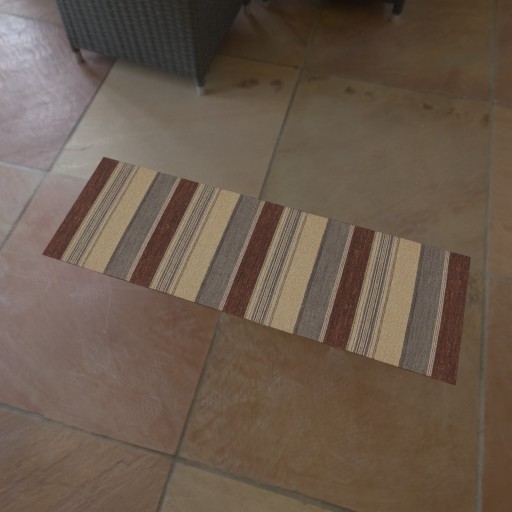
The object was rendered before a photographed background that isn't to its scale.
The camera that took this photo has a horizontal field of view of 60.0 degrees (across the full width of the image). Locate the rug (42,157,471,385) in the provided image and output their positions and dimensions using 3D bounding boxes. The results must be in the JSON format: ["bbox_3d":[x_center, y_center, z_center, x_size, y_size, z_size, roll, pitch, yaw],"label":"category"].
[{"bbox_3d":[0.000,0.000,2.651,2.437,0.006,0.792,16,63,8],"label":"rug"}]
